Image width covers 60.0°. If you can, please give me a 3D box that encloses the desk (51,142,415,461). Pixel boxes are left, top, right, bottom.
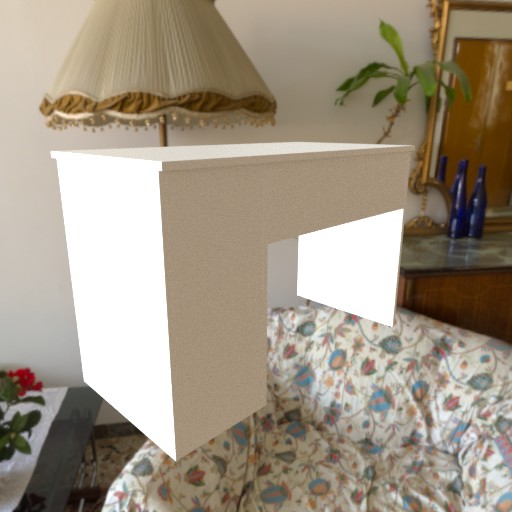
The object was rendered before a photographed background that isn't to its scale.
[{"bbox_3d":[0.000,0.000,1.550,0.560,0.735,1.097,16,22,43],"label":"desk"}]
